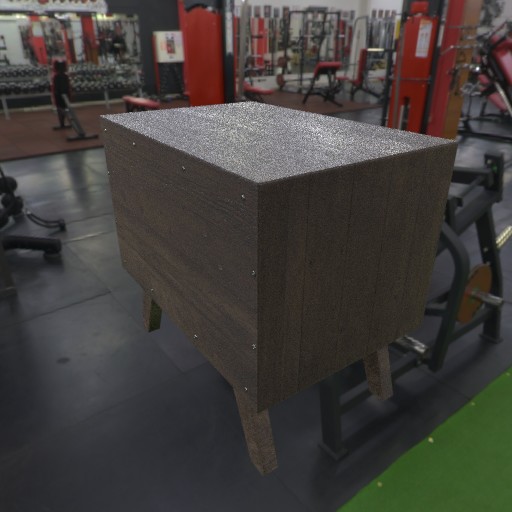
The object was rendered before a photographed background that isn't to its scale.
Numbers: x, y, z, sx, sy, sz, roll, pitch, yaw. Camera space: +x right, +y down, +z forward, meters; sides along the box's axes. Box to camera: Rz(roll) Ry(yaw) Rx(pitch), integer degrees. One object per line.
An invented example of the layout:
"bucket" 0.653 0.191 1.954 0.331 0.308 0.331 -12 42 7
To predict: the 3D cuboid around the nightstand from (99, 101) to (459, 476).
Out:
"nightstand" 0.000 0.000 1.051 0.450 0.599 0.650 -17 31 -31
